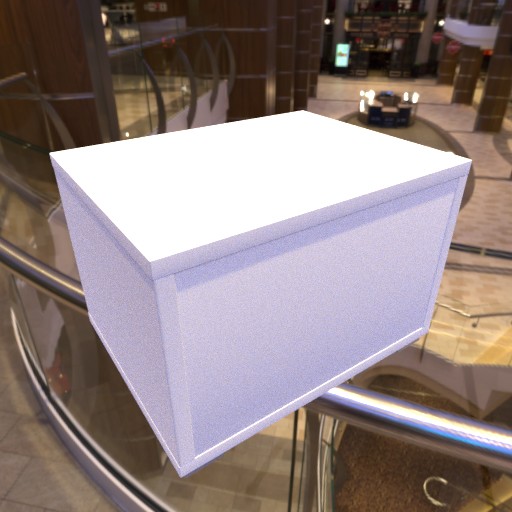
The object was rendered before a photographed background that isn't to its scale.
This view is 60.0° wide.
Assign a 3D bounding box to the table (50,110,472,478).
[{"bbox_3d":[0.000,0.000,0.774,0.517,0.357,0.399,-19,36,-29],"label":"table"}]
